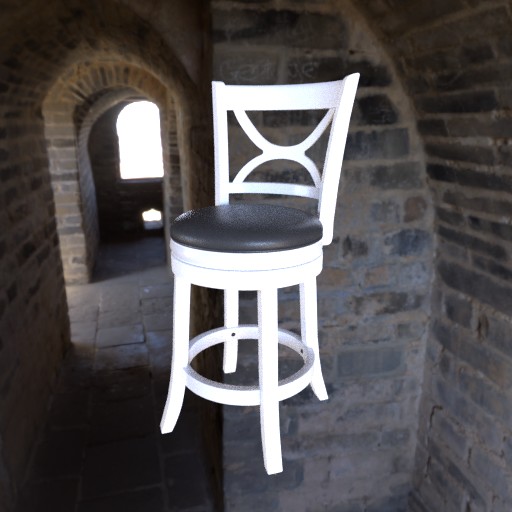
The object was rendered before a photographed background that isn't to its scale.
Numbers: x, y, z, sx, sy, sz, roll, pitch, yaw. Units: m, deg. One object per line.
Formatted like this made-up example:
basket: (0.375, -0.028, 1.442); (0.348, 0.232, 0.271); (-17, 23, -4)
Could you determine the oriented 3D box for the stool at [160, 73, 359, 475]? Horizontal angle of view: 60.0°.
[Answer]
stool: (0.000, 0.000, 1.233); (0.444, 0.953, 0.508); (8, 18, 26)
